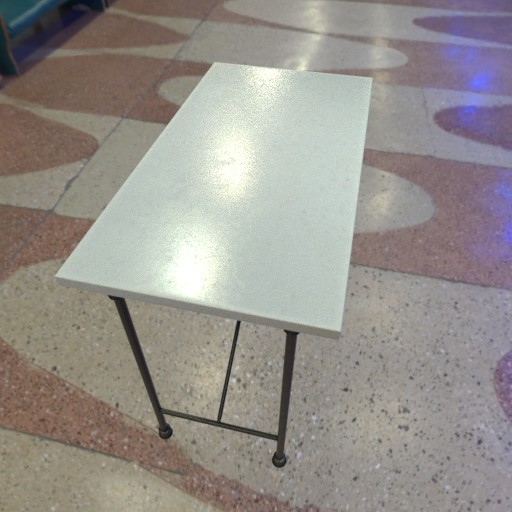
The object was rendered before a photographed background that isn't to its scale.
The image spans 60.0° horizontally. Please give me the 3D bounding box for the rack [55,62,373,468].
[{"bbox_3d":[0.000,0.000,1.608,0.613,0.880,1.159,10,46,9],"label":"rack"}]
